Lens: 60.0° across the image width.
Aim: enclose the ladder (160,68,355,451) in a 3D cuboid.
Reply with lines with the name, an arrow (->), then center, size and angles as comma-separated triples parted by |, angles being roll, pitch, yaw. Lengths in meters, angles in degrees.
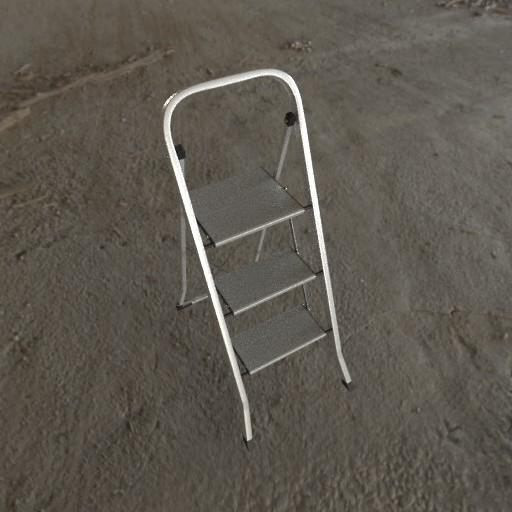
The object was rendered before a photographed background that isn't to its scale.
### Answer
ladder -> 0.000, 0.000, 1.439 | 0.465, 1.070, 0.704 | -22, 50, -20
